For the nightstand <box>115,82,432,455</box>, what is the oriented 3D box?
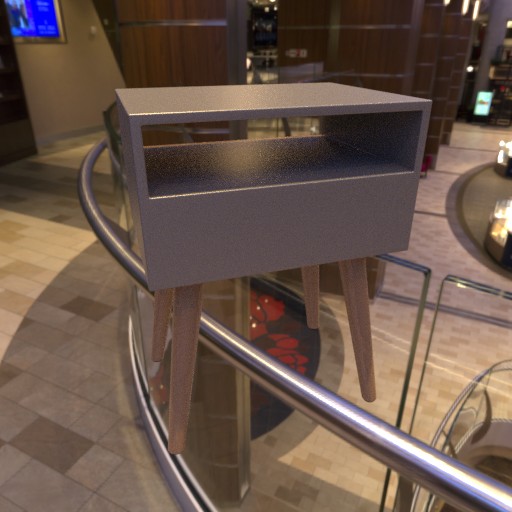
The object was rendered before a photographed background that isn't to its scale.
[{"bbox_3d":[0.000,0.000,0.734,0.370,0.508,0.288,-8,27,-17],"label":"nightstand"}]
